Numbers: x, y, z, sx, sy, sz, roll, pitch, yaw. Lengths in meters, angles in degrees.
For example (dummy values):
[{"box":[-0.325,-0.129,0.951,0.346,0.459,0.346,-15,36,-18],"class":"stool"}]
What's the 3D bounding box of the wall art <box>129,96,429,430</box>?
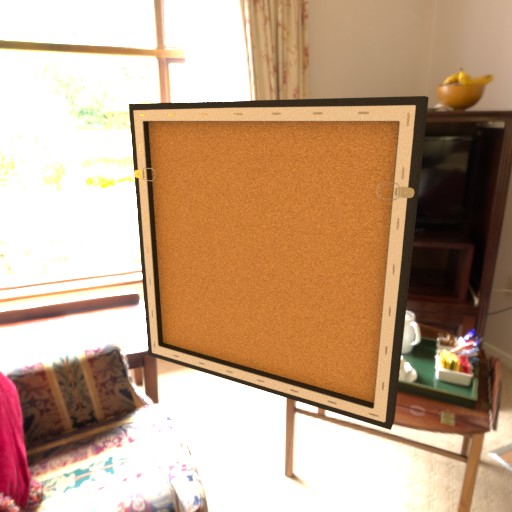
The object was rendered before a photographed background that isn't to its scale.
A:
[{"box":[0.000,0.000,1.146,0.758,0.758,0.044,9,19,27],"class":"wall art"}]
